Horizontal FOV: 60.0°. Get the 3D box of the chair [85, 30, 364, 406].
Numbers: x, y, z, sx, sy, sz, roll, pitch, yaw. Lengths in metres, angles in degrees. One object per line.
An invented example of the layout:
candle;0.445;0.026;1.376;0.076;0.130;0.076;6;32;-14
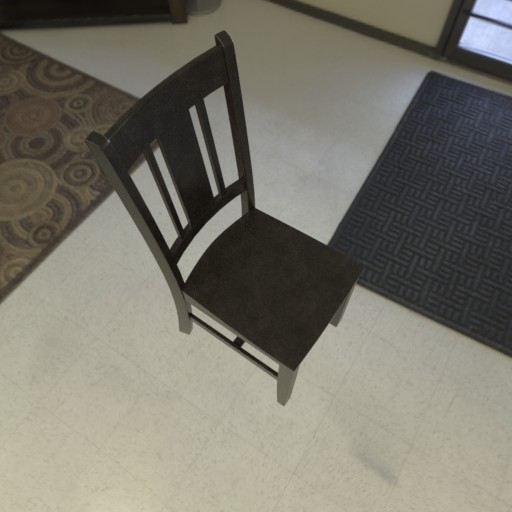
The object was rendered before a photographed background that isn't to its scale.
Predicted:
chair;0.000;0.000;1.313;0.555;0.998;0.450;31;64;17
